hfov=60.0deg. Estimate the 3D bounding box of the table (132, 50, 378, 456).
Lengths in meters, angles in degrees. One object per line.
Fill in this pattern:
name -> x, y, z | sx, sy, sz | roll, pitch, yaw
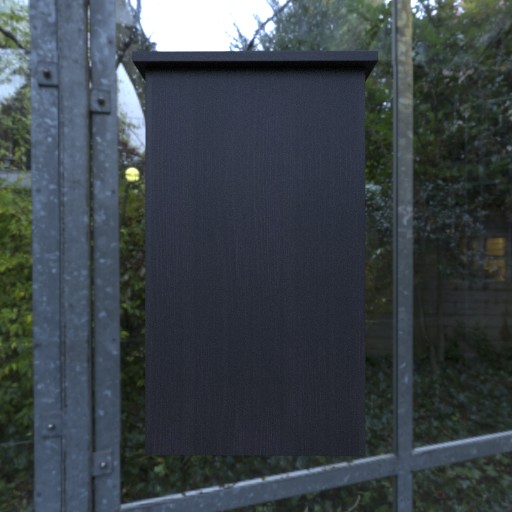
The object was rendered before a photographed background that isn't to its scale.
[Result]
table -> 0.000, 0.000, 0.925 | 0.381, 0.635, 0.480 | 0, 0, 0
